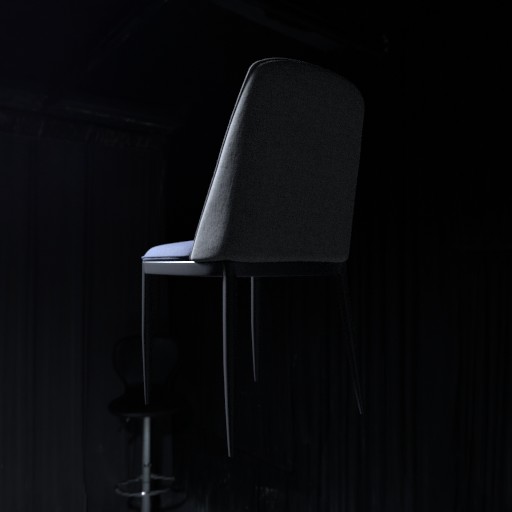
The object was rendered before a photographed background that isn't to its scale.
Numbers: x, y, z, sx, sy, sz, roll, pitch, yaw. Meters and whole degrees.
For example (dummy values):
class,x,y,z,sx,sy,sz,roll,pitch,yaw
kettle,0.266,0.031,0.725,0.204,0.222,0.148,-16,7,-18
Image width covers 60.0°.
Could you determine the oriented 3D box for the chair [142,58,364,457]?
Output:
class,x,y,z,sx,sy,sz,roll,pitch,yaw
chair,0.000,0.000,1.216,0.488,0.855,0.550,1,-1,-38
